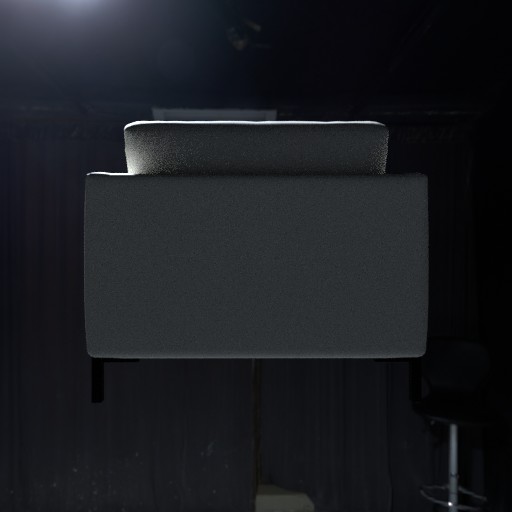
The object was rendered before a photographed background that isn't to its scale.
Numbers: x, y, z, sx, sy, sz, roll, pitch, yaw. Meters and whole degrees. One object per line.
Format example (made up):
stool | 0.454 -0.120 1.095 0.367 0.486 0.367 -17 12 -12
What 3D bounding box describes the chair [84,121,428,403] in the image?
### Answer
chair | 0.000 0.000 1.625 0.964 0.806 0.875 0 -1 0
